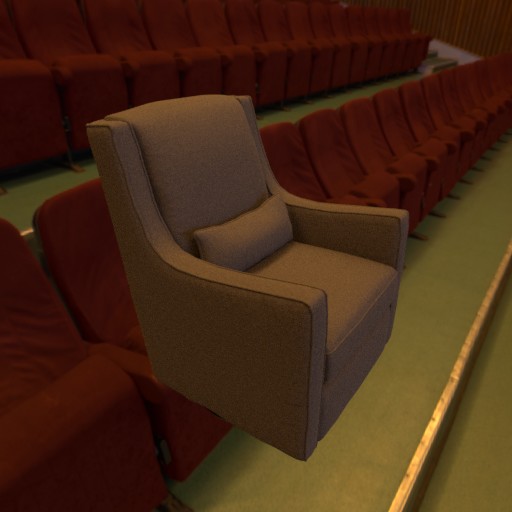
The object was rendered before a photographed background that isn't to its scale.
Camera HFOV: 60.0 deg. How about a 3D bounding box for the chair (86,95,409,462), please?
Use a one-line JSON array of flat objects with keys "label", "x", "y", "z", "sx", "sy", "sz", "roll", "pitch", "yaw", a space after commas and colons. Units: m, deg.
[{"label": "chair", "x": 0.000, "y": 0.000, "z": 1.564, "sx": 0.879, "sy": 0.993, "sz": 0.732, "roll": 18, "pitch": 33, "yaw": 30}]
